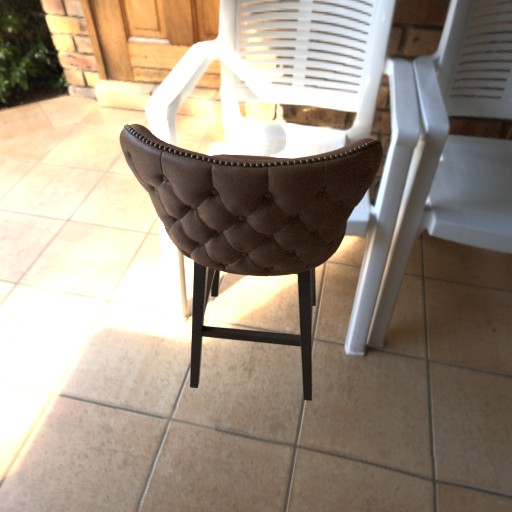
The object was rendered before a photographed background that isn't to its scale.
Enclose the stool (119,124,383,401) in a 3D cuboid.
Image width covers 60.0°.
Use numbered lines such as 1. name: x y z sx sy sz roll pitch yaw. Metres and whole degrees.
1. stool: 0.000 0.000 1.437 0.591 1.087 0.606 5 46 5
